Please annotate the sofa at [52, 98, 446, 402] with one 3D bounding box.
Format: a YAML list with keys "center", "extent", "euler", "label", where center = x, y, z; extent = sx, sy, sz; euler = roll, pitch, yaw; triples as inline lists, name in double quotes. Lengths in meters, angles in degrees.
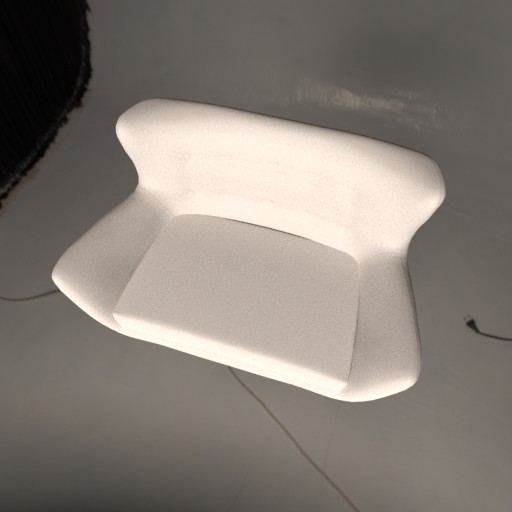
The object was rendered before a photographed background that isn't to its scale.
- center: [0.000, 0.000, 1.964]
  extent: [1.424, 0.878, 0.921]
  euler: [15, 59, 9]
  label: "sofa"
